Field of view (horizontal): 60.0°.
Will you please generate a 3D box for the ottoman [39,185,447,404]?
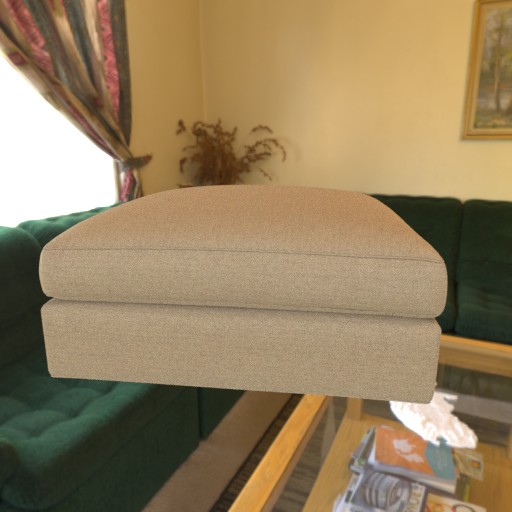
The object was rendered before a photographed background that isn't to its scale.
[{"bbox_3d":[0.000,0.000,1.582,1.041,0.470,1.041,2,14,7],"label":"ottoman"}]
